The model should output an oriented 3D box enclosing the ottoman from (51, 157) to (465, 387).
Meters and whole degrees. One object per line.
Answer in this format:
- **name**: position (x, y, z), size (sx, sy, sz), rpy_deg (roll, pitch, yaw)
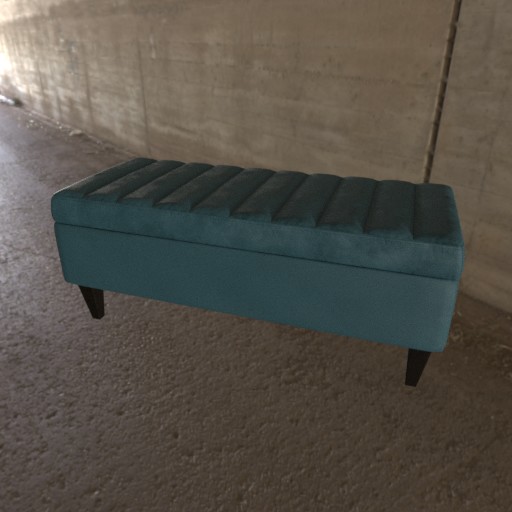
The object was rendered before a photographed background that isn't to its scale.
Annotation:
- **ottoman**: position (0.000, 0.000, 1.430), size (1.151, 0.469, 0.482), rpy_deg (8, 28, 16)
